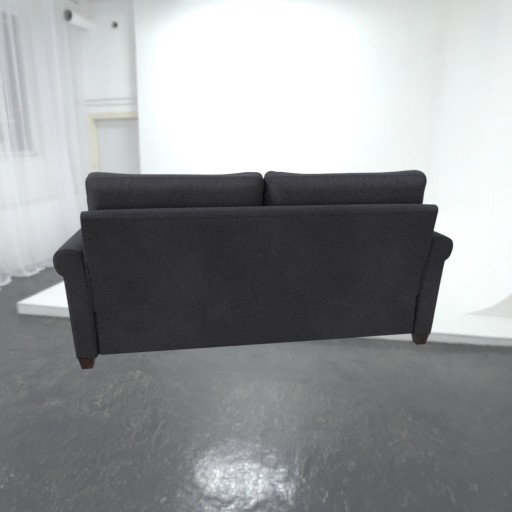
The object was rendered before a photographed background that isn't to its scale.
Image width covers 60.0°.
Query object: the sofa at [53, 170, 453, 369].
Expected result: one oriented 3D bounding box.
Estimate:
[{"bbox_3d":[0.000,0.000,2.444,1.935,0.942,0.842,-2,13,-9],"label":"sofa"}]
